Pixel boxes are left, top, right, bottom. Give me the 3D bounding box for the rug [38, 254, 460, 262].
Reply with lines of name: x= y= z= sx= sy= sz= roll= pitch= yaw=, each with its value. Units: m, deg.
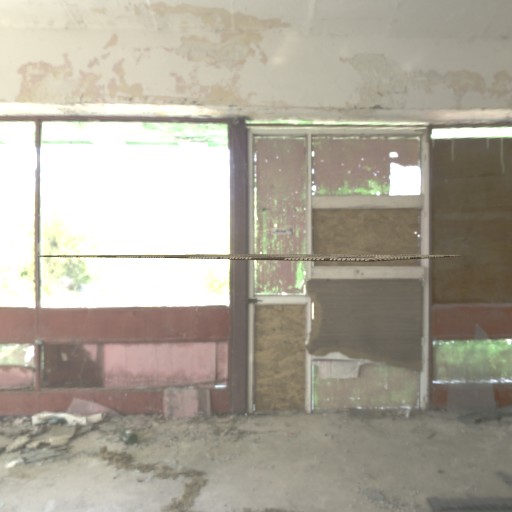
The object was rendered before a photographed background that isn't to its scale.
rug: x=0.000 y=0.000 z=4.068 sx=3.048 sy=0.016 sz=2.438 roll=0 pitch=1 yaw=34
